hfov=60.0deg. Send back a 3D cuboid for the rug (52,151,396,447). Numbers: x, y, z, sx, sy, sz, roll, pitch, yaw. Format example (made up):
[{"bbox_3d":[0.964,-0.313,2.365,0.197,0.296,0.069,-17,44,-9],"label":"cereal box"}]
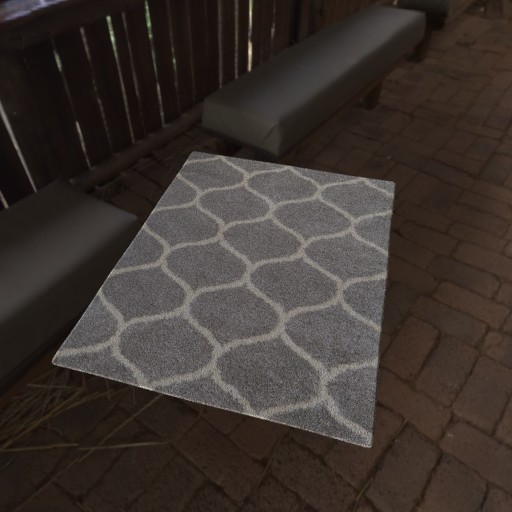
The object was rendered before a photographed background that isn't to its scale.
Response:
[{"bbox_3d":[0.000,0.000,4.128,2.399,0.026,3.000,11,47,11],"label":"rug"}]
